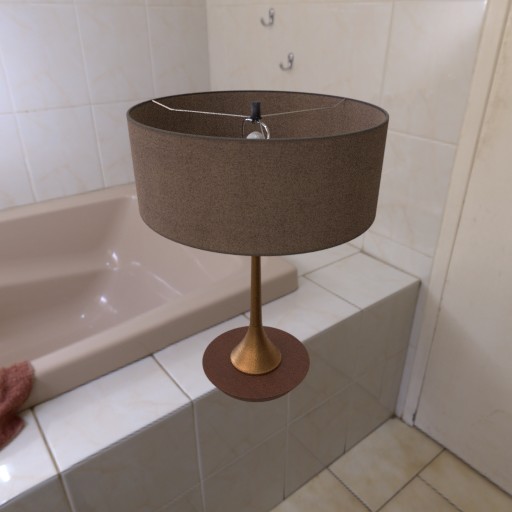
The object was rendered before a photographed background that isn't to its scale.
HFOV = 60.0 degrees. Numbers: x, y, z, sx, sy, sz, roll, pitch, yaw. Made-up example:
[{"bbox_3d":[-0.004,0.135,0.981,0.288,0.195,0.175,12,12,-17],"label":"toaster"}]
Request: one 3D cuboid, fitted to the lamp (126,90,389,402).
[{"bbox_3d":[0.000,0.000,0.827,0.396,0.551,0.417,-18,33,-31],"label":"lamp"}]
